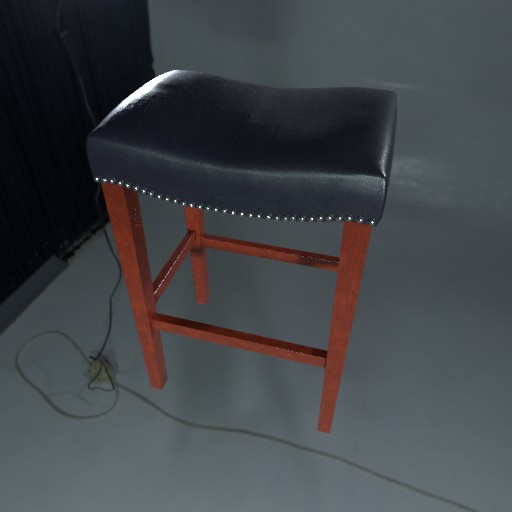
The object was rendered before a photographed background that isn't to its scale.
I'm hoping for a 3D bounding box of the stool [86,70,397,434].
[{"bbox_3d":[0.000,0.000,1.034,0.504,0.742,0.372,10,41,12],"label":"stool"}]
